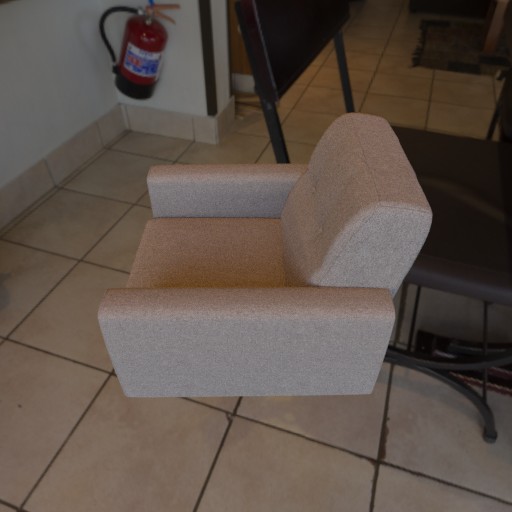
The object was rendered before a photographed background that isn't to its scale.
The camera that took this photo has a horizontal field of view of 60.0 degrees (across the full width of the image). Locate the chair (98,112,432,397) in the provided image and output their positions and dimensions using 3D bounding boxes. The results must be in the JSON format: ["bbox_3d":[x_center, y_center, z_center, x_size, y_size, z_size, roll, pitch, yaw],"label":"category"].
[{"bbox_3d":[0.000,0.000,1.581,0.907,0.839,0.831,0,41,0],"label":"chair"}]
